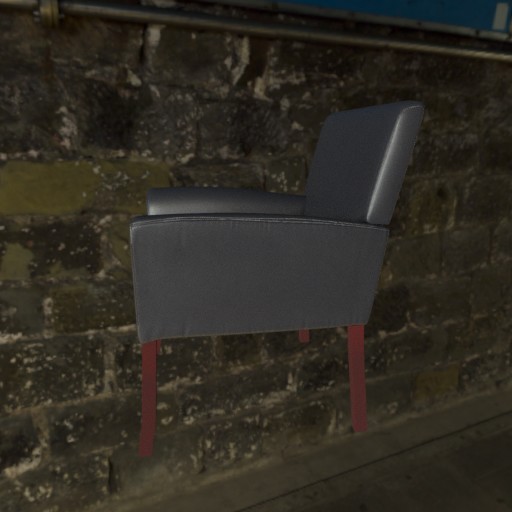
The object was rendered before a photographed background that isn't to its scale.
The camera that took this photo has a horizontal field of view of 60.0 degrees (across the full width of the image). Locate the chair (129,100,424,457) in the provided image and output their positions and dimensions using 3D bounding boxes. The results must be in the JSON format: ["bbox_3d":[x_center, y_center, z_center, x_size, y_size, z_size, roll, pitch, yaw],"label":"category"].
[{"bbox_3d":[0.000,0.000,1.478,0.772,0.951,0.683,-3,15,-9],"label":"chair"}]
